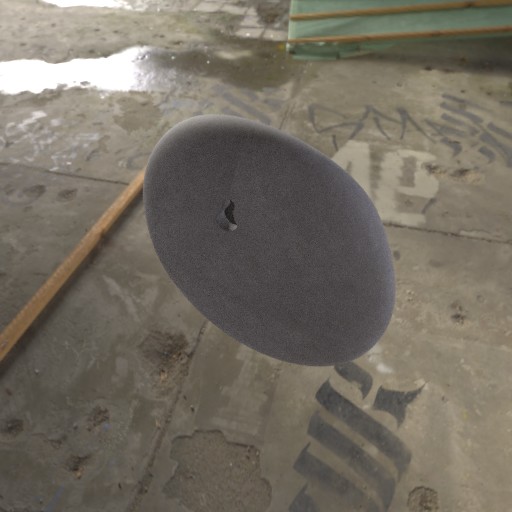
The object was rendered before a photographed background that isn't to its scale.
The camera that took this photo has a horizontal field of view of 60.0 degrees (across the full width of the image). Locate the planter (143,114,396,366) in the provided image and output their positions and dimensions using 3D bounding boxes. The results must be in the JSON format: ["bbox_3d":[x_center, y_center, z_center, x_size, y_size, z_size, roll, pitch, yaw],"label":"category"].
[{"bbox_3d":[0.000,0.000,0.289,0.185,0.188,0.071,26,52,22],"label":"planter"}]
